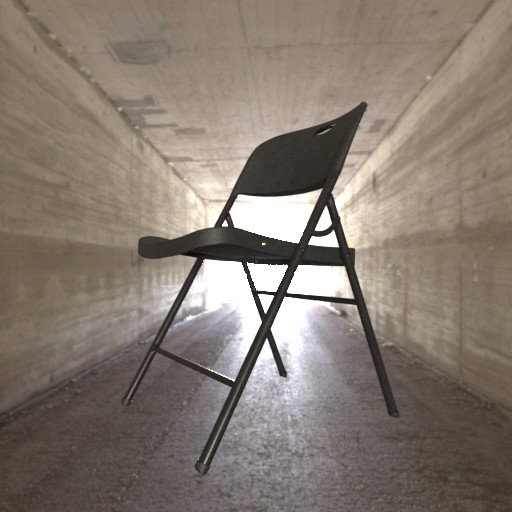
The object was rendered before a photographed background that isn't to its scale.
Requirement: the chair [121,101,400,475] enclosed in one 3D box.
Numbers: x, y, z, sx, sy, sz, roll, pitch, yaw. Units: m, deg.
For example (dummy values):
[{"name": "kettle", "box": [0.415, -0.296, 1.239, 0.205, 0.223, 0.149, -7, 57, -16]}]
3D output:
[{"name": "chair", "box": [0.000, 0.000, 1.167, 0.566, 0.810, 0.494, 1, -1, -33]}]
